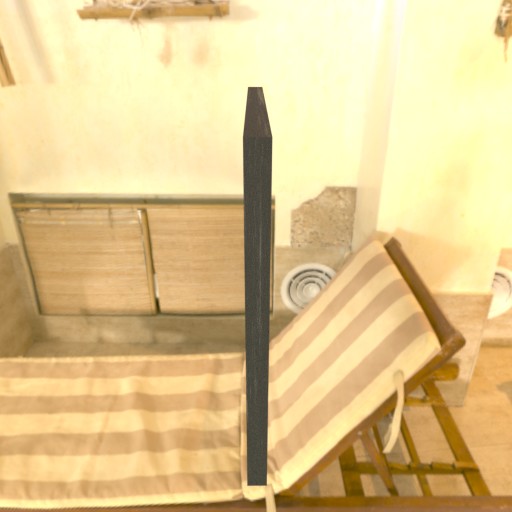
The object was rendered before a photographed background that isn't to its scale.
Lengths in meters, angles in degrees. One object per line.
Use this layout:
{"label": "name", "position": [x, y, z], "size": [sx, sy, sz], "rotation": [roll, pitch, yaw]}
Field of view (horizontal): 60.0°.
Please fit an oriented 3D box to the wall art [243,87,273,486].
{"label": "wall art", "position": [0.000, 0.000, 1.156], "size": [0.043, 0.758, 0.762], "rotation": [0, 26, 0]}
